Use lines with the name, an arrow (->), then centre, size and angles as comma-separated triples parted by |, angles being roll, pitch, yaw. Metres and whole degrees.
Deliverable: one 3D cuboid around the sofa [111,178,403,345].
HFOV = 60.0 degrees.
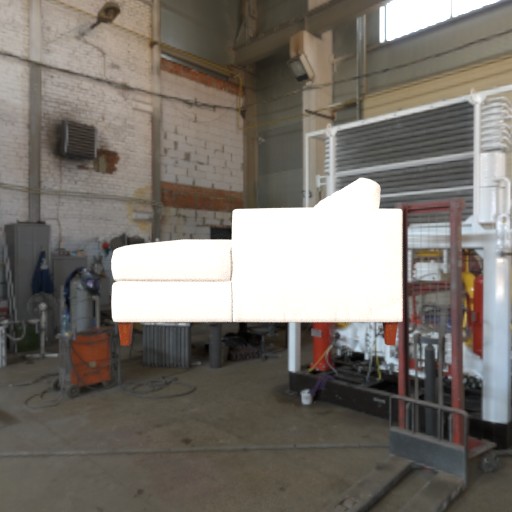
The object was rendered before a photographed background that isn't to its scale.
sofa -> 0.000, 0.000, 4.108 | 1.606, 0.954, 3.471 | 0, 0, 0
